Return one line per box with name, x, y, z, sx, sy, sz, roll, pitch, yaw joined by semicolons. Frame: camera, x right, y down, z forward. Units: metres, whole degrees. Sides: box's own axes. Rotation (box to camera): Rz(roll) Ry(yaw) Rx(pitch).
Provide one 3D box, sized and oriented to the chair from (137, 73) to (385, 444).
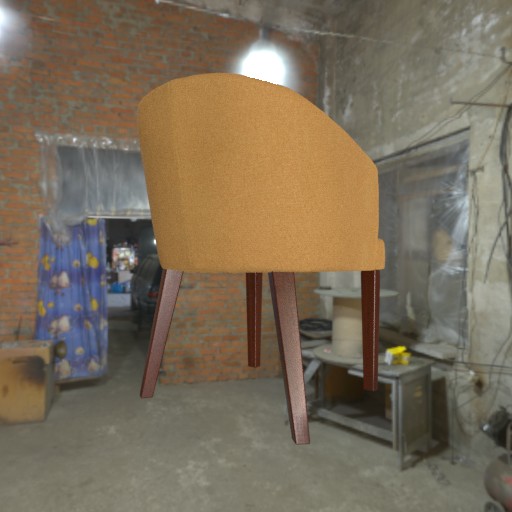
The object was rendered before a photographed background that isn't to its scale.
chair;0.000;0.000;1.263;0.583;0.811;0.655;0;0;37
